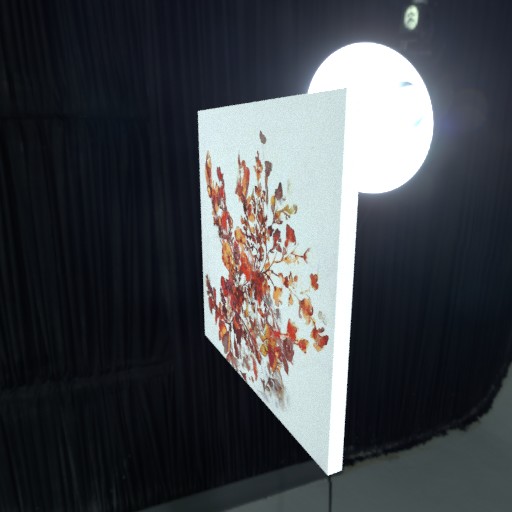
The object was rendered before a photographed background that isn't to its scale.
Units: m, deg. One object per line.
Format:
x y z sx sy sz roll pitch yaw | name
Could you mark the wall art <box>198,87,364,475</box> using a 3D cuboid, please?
0.000 0.000 1.542 0.049 1.009 1.009 -7 17 -25 | wall art
